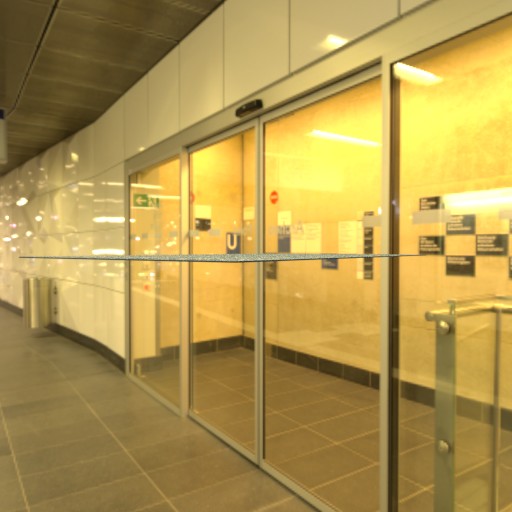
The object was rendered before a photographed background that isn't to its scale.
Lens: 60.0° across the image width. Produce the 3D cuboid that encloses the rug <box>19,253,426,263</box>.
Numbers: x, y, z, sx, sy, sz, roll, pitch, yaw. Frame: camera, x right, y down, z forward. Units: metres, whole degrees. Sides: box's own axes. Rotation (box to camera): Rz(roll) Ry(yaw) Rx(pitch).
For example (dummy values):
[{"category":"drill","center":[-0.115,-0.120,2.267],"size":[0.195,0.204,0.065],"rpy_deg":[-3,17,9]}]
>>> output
[{"category":"rug","center":[0.000,0.000,2.282],"size":[1.200,0.005,1.819],"rpy_deg":[1,1,36]}]
